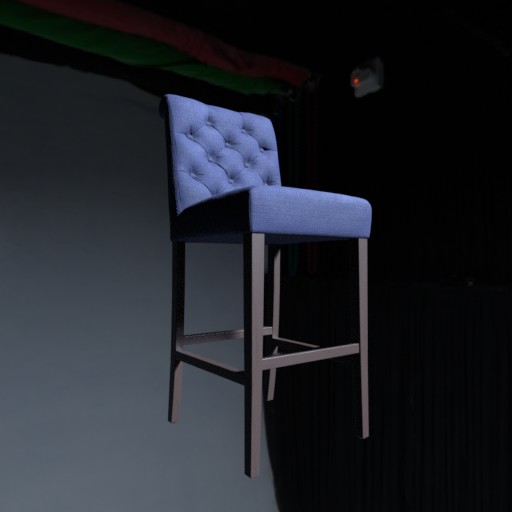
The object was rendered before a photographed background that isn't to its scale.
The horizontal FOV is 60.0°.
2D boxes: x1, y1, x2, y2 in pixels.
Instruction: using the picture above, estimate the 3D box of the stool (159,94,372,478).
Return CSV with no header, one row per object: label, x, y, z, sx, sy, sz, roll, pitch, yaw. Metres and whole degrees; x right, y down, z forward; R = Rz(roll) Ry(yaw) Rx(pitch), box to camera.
stool,0.000,0.000,1.488,0.493,1.140,0.601,1,-1,-36
